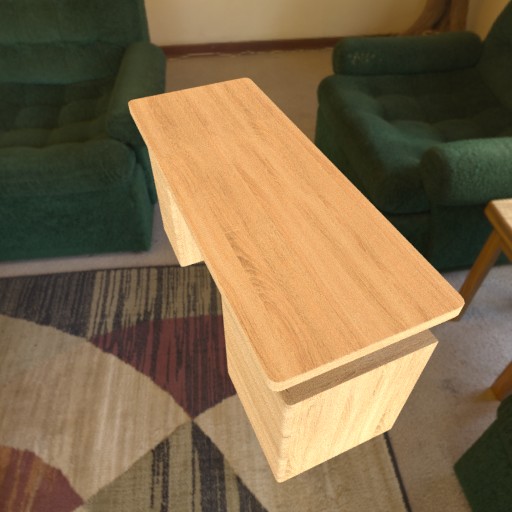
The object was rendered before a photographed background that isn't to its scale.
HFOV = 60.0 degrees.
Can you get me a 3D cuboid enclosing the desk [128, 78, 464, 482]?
[{"bbox_3d":[0.000,0.000,1.753,0.550,0.760,1.400,-18,49,-16],"label":"desk"}]
